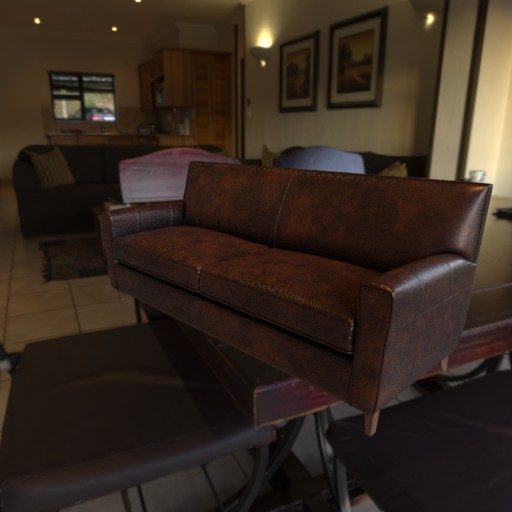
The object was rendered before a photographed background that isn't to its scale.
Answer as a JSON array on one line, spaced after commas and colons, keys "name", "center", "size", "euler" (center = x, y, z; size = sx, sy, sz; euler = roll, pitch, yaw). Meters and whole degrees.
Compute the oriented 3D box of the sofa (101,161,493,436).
[{"name": "sofa", "center": [0.000, 0.000, 2.351], "size": [0.786, 0.871, 1.995], "euler": [-15, 22, -43]}]
